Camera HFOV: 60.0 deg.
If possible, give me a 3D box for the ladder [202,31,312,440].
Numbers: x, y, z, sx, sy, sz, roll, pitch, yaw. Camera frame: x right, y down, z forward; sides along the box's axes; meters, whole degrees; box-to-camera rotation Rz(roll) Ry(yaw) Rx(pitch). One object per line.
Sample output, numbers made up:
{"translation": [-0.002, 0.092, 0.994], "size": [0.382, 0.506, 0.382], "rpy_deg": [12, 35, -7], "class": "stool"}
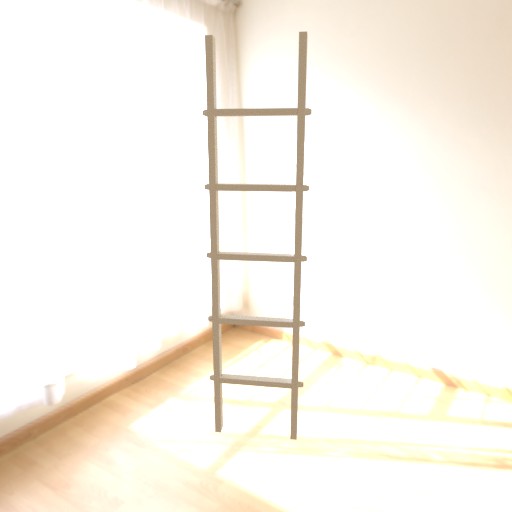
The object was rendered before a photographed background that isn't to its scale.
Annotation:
{"translation": [0.000, 0.000, 1.966], "size": [0.452, 1.797, 0.051], "rpy_deg": [2, 14, 8], "class": "ladder"}
